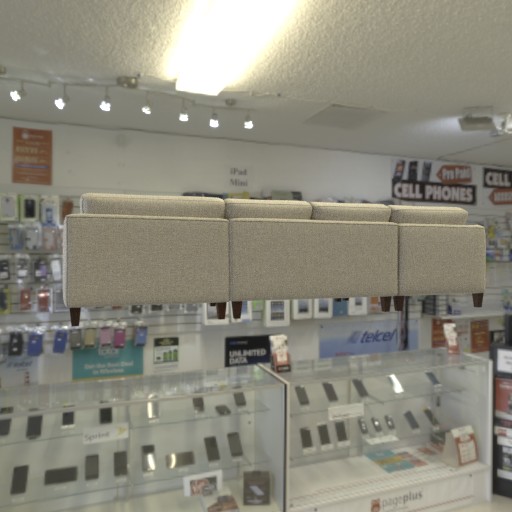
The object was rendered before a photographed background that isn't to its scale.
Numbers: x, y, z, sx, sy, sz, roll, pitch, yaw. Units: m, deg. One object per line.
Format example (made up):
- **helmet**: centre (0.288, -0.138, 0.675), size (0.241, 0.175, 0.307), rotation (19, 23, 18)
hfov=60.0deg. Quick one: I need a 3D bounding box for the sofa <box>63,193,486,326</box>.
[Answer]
- **sofa**: centre (0.000, 0.000, 4.492), size (3.403, 0.889, 2.551), rotation (0, 0, -18)
